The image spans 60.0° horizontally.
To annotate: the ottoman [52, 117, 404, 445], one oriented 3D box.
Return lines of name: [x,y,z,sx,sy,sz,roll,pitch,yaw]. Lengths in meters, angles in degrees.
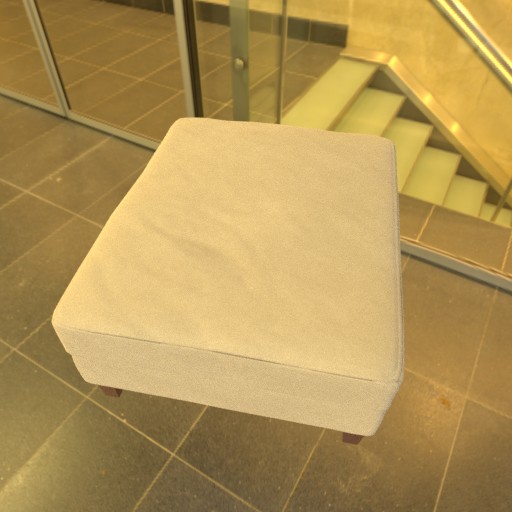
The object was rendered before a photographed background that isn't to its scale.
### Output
ottoman: [0.000,0.000,1.446,0.836,0.492,1.002,8,46,8]
